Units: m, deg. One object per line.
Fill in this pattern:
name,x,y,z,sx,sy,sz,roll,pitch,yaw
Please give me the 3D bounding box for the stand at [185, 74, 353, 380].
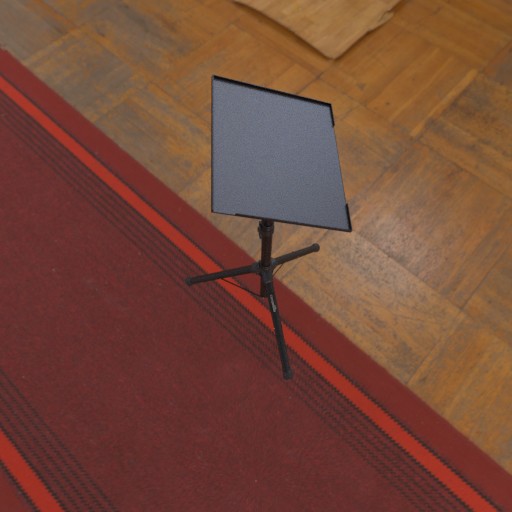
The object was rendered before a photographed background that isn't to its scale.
stand,0.000,0.000,1.668,0.702,1.198,0.702,-2,63,-1
